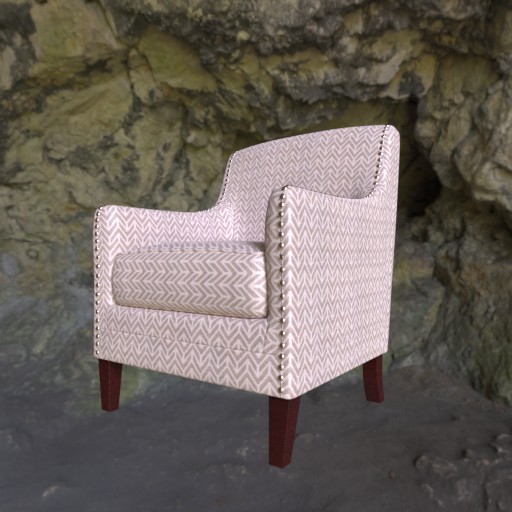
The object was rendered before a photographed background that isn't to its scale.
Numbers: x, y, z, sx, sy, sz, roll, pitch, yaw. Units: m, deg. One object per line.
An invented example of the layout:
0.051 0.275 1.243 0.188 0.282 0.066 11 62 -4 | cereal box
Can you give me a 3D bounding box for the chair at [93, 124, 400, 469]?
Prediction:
0.000 0.000 1.262 0.623 0.816 0.651 0 0 36 | chair
